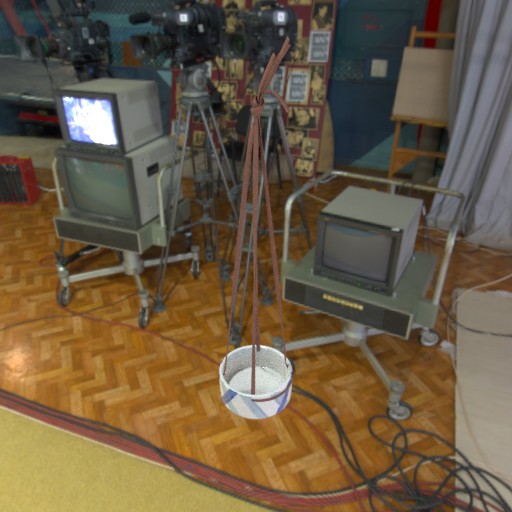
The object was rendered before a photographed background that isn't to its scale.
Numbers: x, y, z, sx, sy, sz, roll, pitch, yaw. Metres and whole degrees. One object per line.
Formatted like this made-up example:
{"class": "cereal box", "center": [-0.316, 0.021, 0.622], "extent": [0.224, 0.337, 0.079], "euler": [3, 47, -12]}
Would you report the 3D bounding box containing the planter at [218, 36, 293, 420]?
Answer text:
{"class": "planter", "center": [0.000, 0.000, 0.843], "extent": [0.166, 0.751, 0.166], "euler": [-9, 31, -15]}
